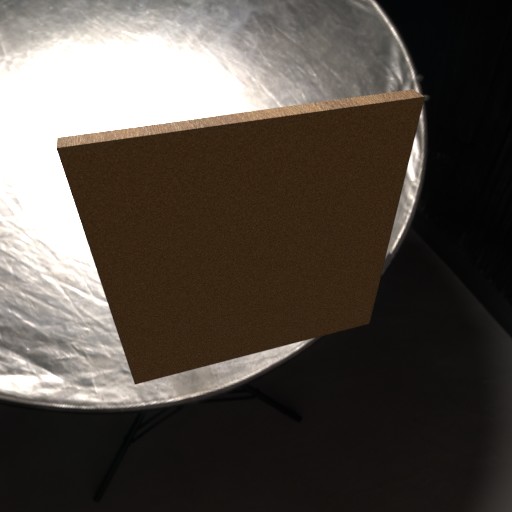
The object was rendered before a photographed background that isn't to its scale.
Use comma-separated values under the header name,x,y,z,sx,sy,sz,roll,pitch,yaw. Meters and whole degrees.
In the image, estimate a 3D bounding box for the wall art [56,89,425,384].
name,x,y,z,sx,sy,sz,roll,pitch,yaw
wall art,0.000,0.000,0.914,0.611,0.608,0.042,-12,43,-13
